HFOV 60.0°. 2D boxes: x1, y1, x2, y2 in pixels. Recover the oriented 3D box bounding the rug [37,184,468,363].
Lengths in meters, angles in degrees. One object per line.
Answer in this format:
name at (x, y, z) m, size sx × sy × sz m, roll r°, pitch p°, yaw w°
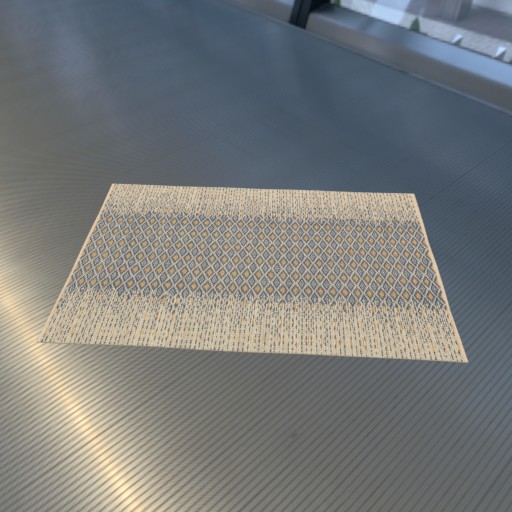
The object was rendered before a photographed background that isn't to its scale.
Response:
rug at (0.000, 0.000, 3.049) m, size 2.448 × 0.008 × 1.541 m, roll 2°, pitch 45°, yaw 2°
